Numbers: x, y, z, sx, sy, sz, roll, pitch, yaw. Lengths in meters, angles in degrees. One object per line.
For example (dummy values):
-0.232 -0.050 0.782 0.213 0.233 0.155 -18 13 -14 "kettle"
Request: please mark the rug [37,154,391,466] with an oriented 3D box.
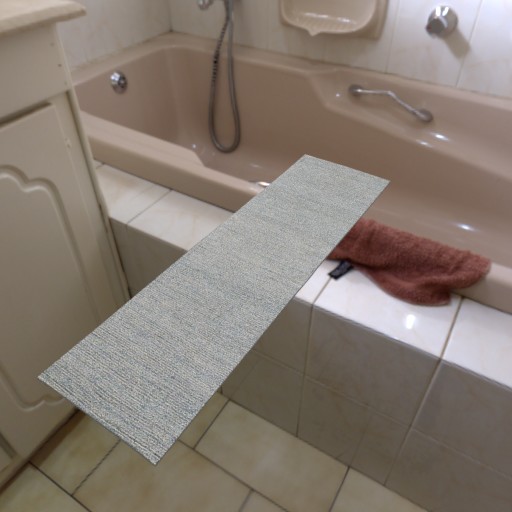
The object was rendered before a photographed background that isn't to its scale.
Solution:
0.000 0.000 2.472 0.675 0.037 2.341 24 47 25 "rug"
